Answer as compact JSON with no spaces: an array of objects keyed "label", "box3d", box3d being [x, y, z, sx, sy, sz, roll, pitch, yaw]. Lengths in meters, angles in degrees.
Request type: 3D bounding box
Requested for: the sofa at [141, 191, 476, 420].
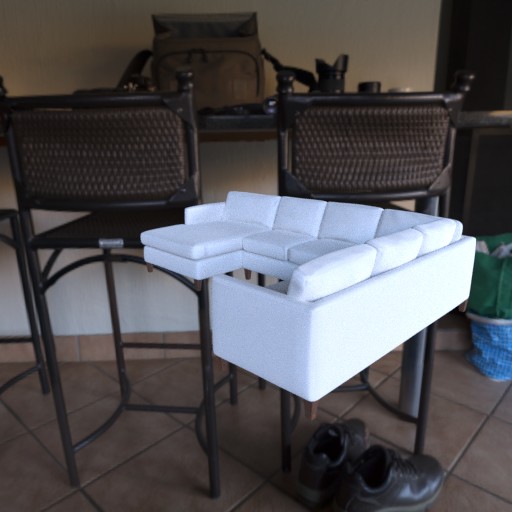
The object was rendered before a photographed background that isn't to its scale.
[{"label":"sofa","box3d":[0.000,0.000,4.574,3.459,0.956,2.593,15,21,43]}]
